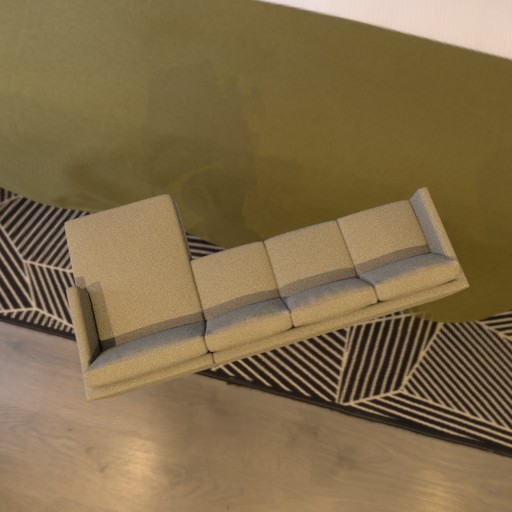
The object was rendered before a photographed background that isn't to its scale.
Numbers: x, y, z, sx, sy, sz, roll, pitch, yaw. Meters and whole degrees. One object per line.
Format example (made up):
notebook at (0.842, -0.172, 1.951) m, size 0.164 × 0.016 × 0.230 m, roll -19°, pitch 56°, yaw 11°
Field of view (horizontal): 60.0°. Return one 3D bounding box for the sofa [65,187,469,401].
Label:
sofa at (0.000, 0.000, 3.931) m, size 3.186 × 0.861 × 1.625 m, roll -16°, pitch 76°, yaw -4°
